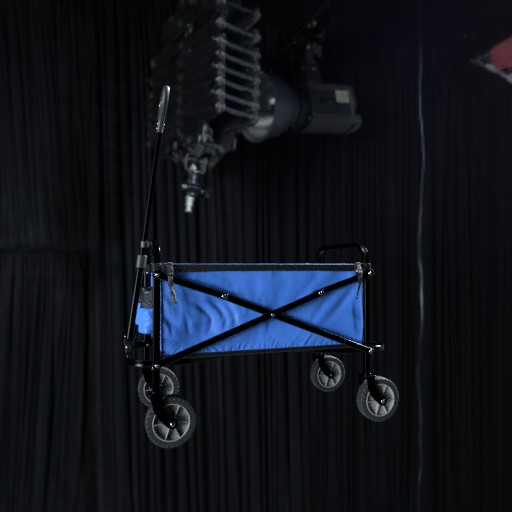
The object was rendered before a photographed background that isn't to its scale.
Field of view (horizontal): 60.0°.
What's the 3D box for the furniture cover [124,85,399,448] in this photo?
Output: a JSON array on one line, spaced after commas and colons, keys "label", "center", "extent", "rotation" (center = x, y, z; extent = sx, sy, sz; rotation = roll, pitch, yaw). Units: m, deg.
[{"label": "furniture cover", "center": [0.000, 0.000, 1.825], "extent": [1.038, 1.295, 0.532], "rotation": [0, -1, -18]}]
